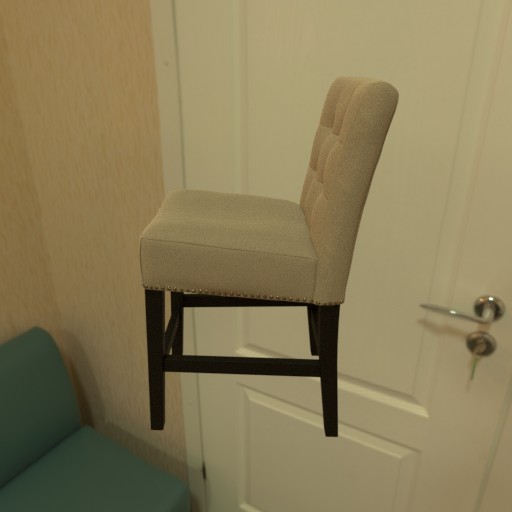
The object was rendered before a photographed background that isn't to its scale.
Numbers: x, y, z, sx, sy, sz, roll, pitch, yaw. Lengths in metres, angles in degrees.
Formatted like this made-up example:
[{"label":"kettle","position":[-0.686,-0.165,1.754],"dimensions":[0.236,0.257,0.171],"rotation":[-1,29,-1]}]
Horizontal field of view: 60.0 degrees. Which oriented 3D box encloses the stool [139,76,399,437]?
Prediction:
[{"label":"stool","position":[0.000,0.000,1.184],"dimensions":[0.571,0.885,0.427],"rotation":[0,23,0]}]
